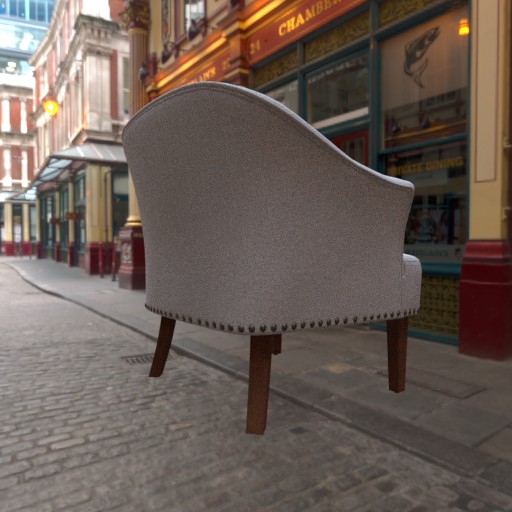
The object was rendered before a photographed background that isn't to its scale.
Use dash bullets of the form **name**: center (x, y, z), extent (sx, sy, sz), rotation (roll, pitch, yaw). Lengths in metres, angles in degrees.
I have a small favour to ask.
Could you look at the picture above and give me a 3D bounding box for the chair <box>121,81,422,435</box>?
- **chair**: center (0.000, 0.000, 1.377), extent (0.704, 0.815, 0.798), rotation (-1, 1, -36)
